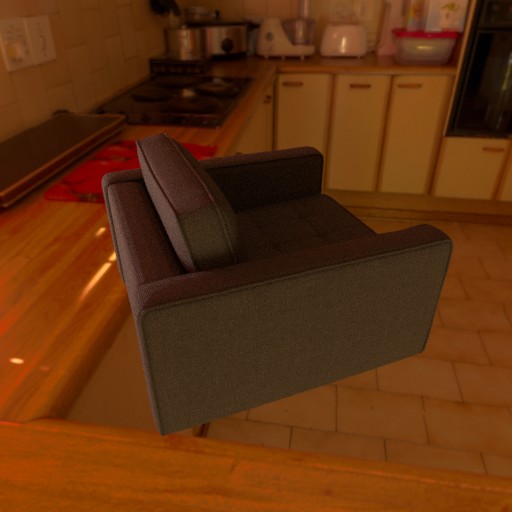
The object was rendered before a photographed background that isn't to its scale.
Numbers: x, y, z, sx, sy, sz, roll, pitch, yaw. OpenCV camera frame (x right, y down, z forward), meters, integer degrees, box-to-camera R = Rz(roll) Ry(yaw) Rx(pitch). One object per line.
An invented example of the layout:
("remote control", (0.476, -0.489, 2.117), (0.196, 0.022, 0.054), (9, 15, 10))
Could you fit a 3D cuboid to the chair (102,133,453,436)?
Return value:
("chair", (0.000, 0.000, 1.573), (0.919, 0.770, 0.899), (-12, 34, -18))
